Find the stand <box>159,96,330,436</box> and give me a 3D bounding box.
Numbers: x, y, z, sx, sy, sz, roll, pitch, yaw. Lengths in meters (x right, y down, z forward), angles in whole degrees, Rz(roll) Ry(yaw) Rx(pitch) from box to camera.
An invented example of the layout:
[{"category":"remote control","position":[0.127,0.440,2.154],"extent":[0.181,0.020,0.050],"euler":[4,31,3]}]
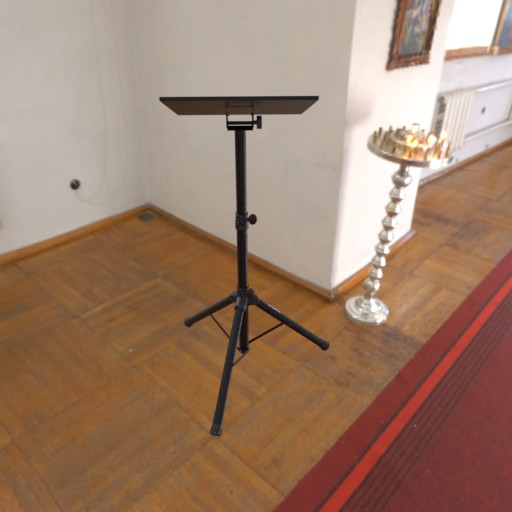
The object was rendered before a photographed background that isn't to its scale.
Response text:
[{"category":"stand","position":[0.000,0.000,1.673],"extent":[0.702,1.198,0.702],"euler":[-1,31,-2]}]
